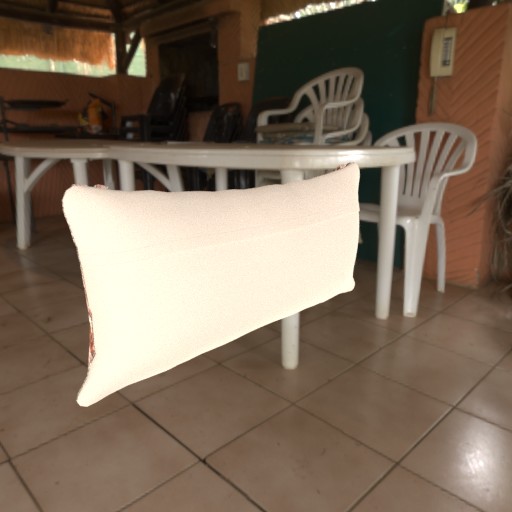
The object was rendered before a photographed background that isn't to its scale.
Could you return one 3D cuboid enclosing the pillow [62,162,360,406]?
[{"bbox_3d":[0.000,0.000,0.739,0.139,0.282,0.635,14,21,42],"label":"pillow"}]
